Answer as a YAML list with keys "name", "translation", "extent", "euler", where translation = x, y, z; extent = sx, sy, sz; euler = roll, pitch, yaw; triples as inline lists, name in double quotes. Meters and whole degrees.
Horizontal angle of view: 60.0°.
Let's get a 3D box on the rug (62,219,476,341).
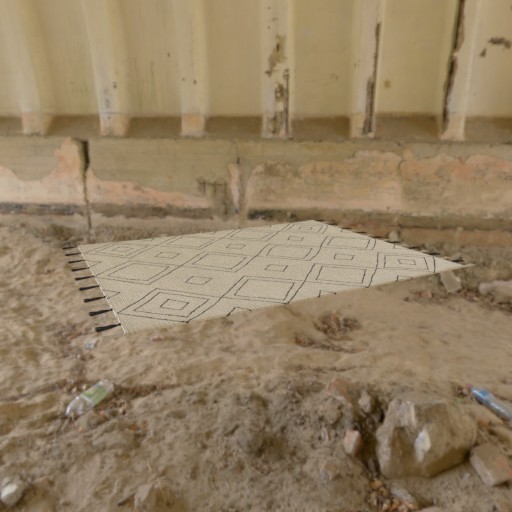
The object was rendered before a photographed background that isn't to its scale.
- name: "rug"
  translation: [0.000, 0.000, 4.220]
  extent: [3.221, 0.026, 2.342]
  euler: [-8, 18, -26]
